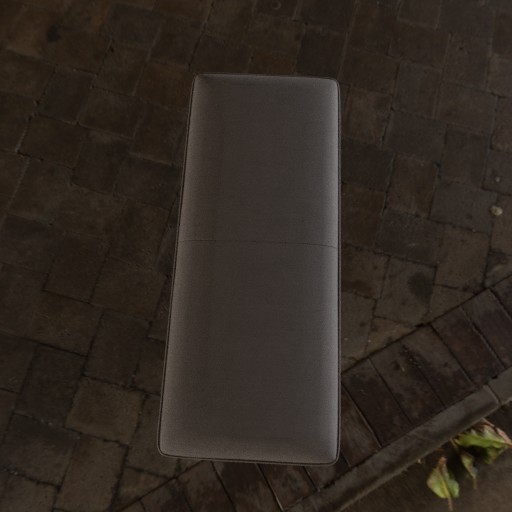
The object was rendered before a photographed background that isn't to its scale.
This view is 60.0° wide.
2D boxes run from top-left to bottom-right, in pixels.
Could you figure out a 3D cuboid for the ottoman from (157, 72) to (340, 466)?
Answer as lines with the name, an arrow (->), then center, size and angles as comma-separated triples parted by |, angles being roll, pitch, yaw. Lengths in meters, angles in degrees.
ottoman -> 0.000, 0.000, 2.105 | 0.751, 0.470, 1.764 | 3, 75, 1
